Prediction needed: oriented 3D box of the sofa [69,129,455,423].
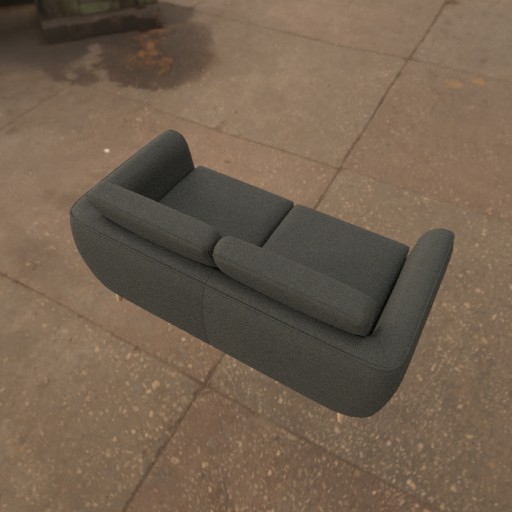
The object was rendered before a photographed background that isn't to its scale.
[{"bbox_3d":[0.000,0.000,2.238,1.700,0.850,0.920,24,54,19],"label":"sofa"}]
